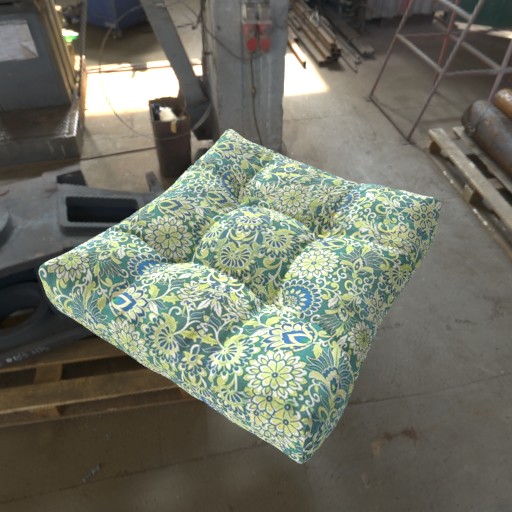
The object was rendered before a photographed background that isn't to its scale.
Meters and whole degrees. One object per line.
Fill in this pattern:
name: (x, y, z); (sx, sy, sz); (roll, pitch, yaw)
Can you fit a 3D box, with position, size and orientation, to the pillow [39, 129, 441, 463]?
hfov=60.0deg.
pillow: (0.000, 0.000, 0.725); (0.468, 0.128, 0.490); (24, 50, 22)
